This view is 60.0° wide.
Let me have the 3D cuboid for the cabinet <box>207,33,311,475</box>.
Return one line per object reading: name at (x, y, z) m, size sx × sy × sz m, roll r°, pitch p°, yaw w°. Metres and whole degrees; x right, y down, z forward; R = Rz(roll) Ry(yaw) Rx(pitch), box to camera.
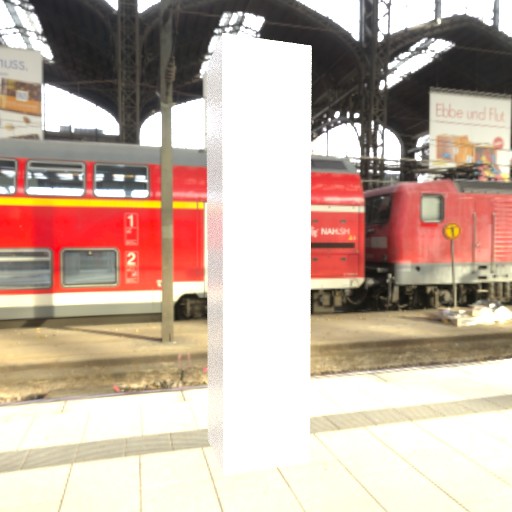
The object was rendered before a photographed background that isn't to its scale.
cabinet at (0.000, 0.000, 1.577) m, size 0.300 × 1.400 × 0.269 m, roll -1°, pitch 2°, yaw -17°
